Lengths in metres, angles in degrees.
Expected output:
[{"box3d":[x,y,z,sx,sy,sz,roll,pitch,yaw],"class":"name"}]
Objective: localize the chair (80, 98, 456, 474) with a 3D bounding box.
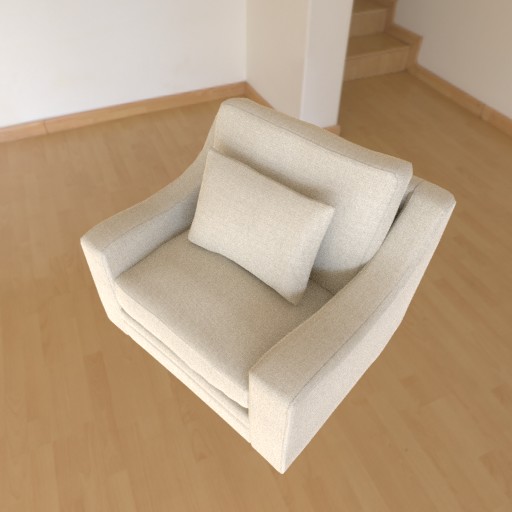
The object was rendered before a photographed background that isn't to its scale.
[{"box3d":[0.000,0.000,1.922,1.178,1.016,1.009,32,54,28],"class":"chair"}]
